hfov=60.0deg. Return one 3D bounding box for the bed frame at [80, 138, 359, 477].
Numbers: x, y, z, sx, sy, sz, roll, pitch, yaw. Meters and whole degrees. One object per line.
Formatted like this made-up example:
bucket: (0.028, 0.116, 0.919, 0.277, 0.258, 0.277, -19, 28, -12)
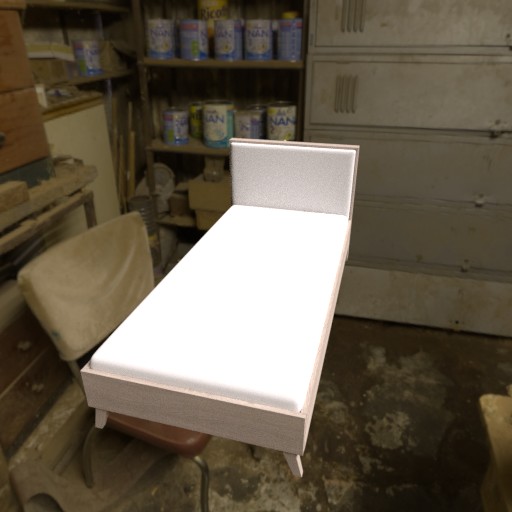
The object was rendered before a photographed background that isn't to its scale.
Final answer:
bed frame: (0.000, 0.000, 2.681, 0.990, 0.920, 2.140, 7, 28, 14)
